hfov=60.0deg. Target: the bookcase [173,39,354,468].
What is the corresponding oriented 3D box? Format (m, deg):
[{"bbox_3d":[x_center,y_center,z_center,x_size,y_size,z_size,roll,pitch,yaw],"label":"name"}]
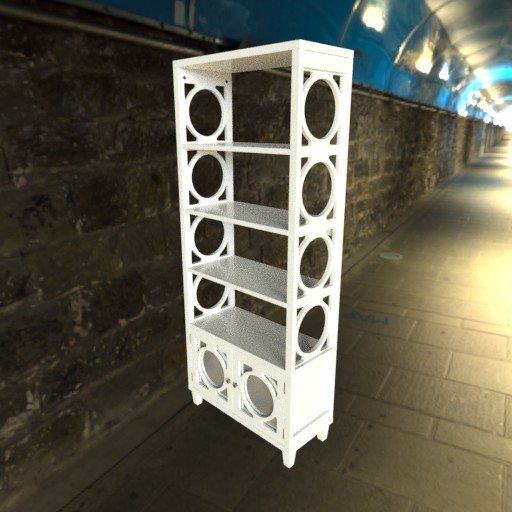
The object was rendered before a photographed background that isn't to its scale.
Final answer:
[{"bbox_3d":[0.000,0.000,2.152,0.761,1.869,0.361,16,23,43],"label":"bookcase"}]
